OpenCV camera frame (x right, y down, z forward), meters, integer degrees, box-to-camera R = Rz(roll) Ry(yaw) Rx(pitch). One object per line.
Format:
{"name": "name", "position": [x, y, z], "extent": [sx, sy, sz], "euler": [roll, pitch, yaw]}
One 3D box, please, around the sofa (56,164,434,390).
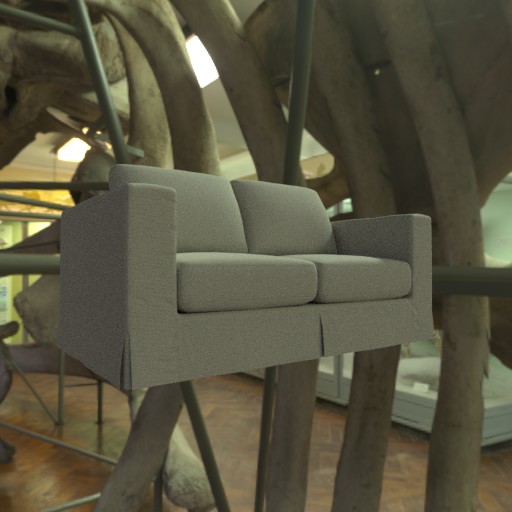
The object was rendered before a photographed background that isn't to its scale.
{"name": "sofa", "position": [0.000, 0.000, 2.404], "extent": [1.813, 0.932, 1.009], "euler": [1, -1, -36]}
